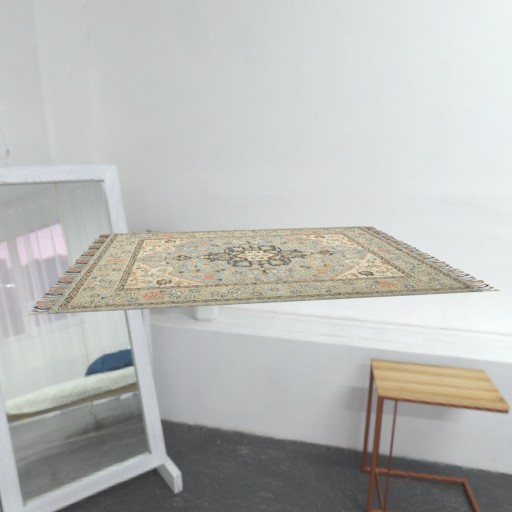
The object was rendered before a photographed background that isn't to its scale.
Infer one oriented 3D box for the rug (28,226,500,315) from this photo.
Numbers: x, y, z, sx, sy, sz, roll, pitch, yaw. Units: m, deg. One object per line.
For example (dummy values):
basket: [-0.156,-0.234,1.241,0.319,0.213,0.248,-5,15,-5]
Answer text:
rug: [0.000,0.000,4.087,3.221,0.011,2.379,-2,15,-8]
